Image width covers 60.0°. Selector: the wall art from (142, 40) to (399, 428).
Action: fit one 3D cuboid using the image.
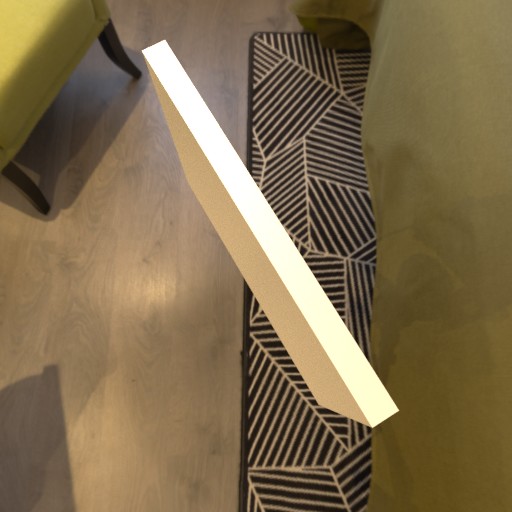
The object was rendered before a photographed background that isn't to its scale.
[{"bbox_3d":[0.000,0.000,1.415,0.066,0.801,1.056,-29,77,-8],"label":"wall art"}]
